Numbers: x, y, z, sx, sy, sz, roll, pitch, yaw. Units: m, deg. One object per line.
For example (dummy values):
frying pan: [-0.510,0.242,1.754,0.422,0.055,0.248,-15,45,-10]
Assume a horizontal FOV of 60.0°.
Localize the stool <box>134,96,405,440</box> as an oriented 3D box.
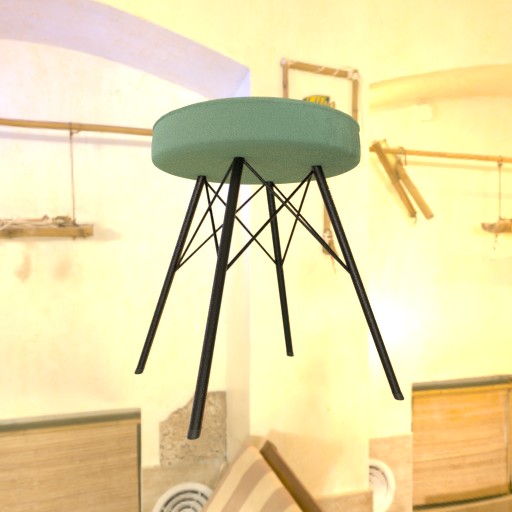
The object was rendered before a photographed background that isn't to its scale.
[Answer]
stool: [0.000,0.000,0.888,0.458,0.519,0.457,0,0,-18]
